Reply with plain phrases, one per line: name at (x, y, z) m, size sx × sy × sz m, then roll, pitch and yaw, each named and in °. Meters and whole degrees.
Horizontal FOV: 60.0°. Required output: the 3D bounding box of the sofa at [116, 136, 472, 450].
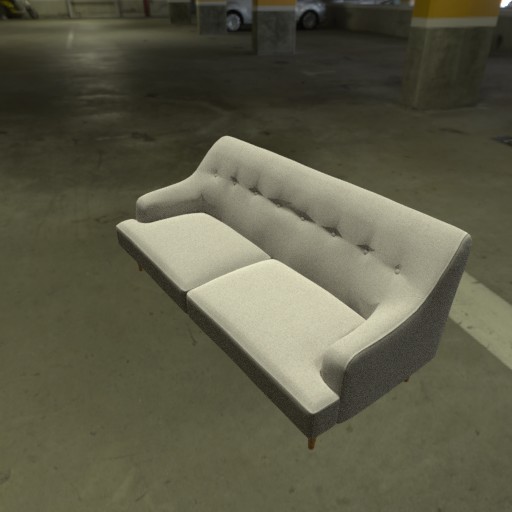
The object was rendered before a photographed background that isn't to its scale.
sofa at (0.000, 0.000, 2.618) m, size 0.978 × 0.871 × 2.057 m, roll -21°, pitch 36°, yaw -31°
